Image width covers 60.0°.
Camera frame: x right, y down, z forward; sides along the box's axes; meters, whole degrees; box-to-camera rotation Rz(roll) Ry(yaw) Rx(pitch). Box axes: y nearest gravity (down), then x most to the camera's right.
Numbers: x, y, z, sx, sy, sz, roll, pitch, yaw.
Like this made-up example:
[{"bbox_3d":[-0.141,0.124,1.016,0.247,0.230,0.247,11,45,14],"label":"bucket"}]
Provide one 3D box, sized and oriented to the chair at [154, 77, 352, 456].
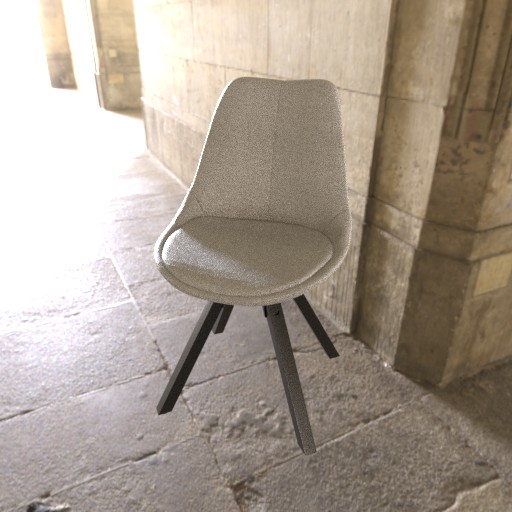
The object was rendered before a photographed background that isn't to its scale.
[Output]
[{"bbox_3d":[0.000,0.000,1.195,0.485,0.850,0.550,8,29,15],"label":"chair"}]
